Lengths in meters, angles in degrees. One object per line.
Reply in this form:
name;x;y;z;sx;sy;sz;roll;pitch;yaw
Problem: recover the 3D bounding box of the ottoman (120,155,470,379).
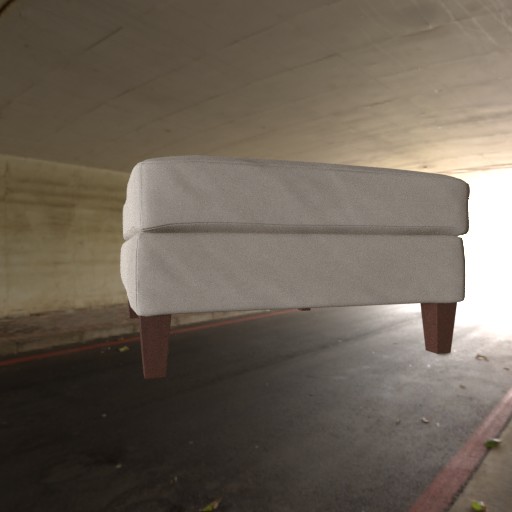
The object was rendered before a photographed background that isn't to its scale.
ottoman;0.000;0.000;1.447;0.836;0.492;1.002;0;1;-18
